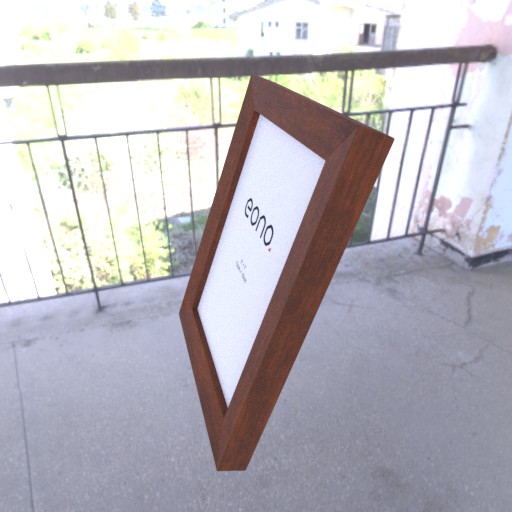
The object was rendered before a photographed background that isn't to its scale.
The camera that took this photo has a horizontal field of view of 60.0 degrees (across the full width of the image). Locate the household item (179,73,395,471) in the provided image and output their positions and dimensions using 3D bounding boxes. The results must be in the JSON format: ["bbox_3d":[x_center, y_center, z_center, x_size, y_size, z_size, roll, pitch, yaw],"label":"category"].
[{"bbox_3d":[0.000,0.000,0.294,0.096,0.204,0.160,-8,31,-14],"label":"household item"}]
